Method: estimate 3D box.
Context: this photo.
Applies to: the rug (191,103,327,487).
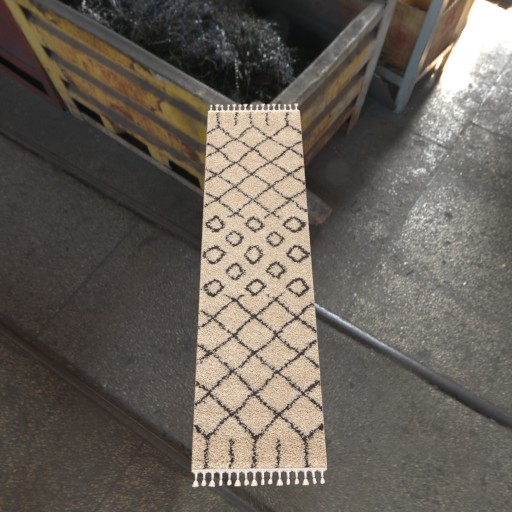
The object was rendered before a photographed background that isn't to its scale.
[{"bbox_3d":[0.000,0.000,2.671,0.660,0.005,2.464,-1,64,0],"label":"rug"}]
